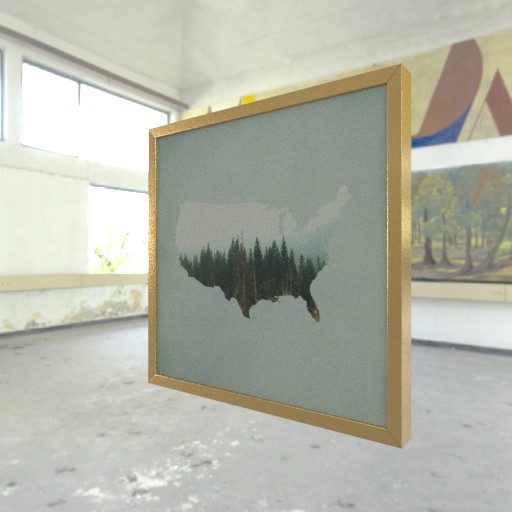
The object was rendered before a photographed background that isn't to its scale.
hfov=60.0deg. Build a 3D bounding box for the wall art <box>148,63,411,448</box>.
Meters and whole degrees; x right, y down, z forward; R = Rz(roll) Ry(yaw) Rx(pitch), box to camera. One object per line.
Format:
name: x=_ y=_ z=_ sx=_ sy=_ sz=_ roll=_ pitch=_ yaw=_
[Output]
wall art: x=0.000 y=0.000 z=0.753 sx=0.509 sy=0.509 sz=0.040 roll=0 pitch=0 yaw=37
